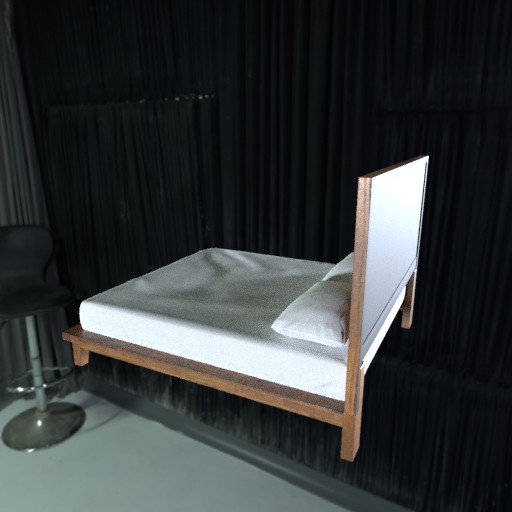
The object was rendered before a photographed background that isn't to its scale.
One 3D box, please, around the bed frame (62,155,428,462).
[{"bbox_3d":[0.000,0.000,3.576,2.235,1.537,2.038,8,18,26],"label":"bed frame"}]
